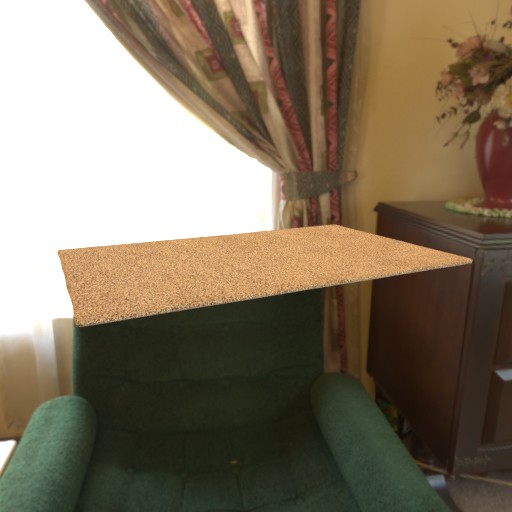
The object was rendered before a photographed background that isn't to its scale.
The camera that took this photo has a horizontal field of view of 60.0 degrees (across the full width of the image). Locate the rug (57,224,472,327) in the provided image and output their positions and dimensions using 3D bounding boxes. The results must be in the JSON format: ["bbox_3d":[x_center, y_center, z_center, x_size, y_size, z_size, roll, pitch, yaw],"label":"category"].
[{"bbox_3d":[0.000,0.000,3.048,2.438,0.030,1.524,-7,15,-26],"label":"rug"}]
